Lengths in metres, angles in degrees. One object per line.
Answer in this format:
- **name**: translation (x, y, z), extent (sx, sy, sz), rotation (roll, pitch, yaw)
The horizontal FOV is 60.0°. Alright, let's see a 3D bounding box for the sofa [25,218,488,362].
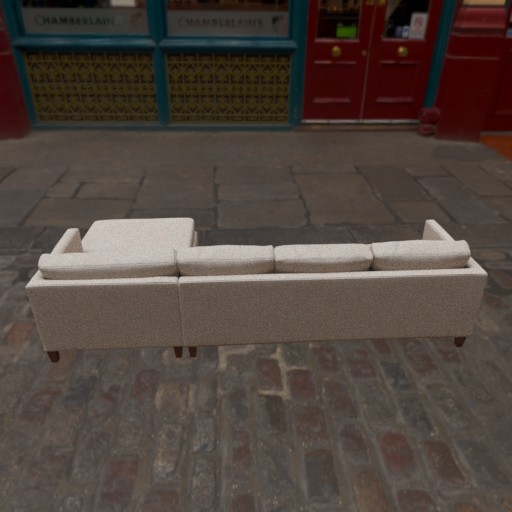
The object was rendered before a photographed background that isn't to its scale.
- **sofa**: translation (0.000, 0.000, 3.841), extent (3.186, 0.846, 1.625), rotation (-2, 29, -3)
